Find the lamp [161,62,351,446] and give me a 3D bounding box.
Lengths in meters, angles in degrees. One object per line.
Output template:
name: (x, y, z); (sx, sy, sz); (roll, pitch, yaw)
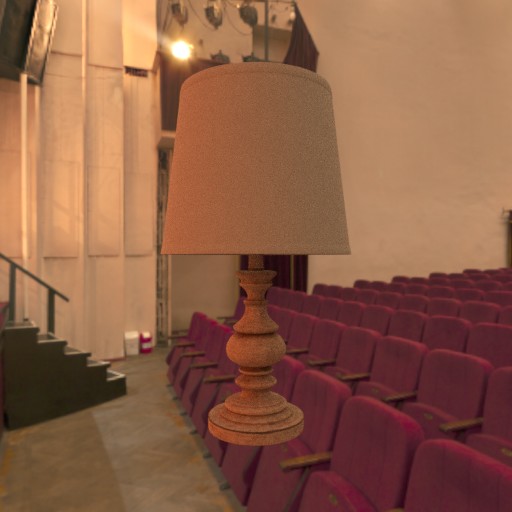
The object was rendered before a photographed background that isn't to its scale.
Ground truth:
lamp: (0.000, 0.000, 0.649); (0.273, 0.497, 0.273); (0, 0, 0)
